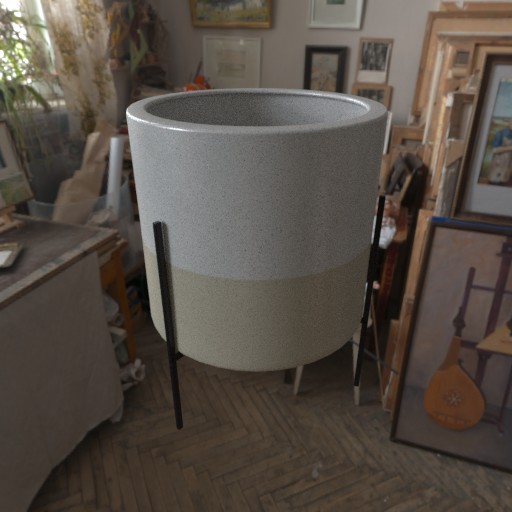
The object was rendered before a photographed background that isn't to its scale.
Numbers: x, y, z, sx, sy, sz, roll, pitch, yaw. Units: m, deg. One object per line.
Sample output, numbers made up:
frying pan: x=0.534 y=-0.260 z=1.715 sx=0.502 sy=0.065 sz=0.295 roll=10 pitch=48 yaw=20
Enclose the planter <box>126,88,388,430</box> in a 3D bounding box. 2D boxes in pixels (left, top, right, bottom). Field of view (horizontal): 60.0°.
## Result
planter: x=0.000 y=0.000 z=0.735 sx=0.359 sy=0.484 sz=0.368 roll=-8 pitch=29 yaw=-16
